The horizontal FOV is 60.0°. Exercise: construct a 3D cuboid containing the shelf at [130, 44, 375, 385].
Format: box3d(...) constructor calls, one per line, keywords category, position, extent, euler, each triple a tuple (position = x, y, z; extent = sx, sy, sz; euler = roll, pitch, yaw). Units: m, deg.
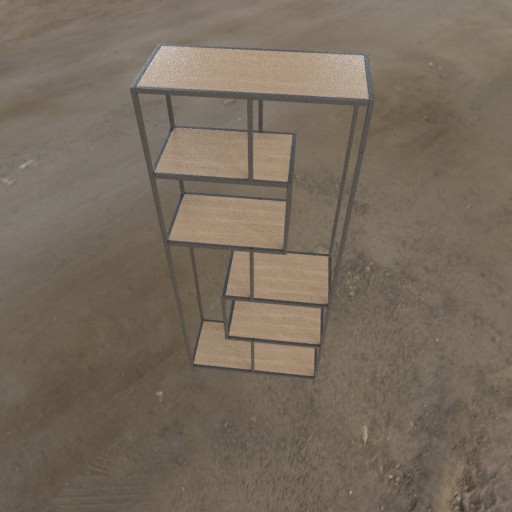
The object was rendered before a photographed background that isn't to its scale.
box3d(category="shelf", position=(0.000, 0.000, 2.176), extent=(0.770, 1.850, 0.350), euler=(5, 47, 4))
